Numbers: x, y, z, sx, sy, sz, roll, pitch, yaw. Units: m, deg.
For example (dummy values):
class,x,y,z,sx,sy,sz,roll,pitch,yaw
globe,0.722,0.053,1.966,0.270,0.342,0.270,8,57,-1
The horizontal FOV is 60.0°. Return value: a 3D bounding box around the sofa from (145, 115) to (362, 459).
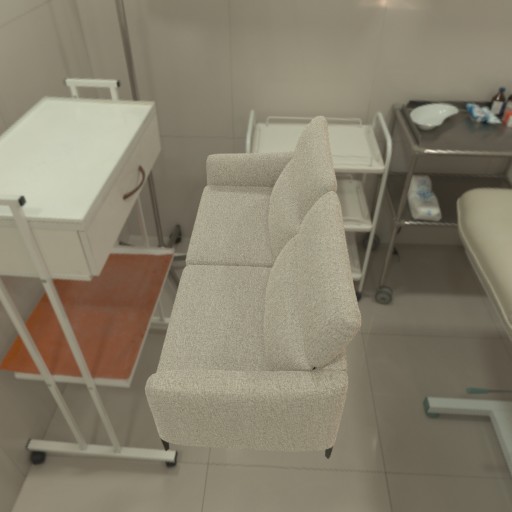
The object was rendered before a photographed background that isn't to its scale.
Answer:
class,x,y,z,sx,sy,sz,roll,pitch,yaw
sofa,0.000,0.000,2.542,0.856,0.956,2.015,2,41,2
